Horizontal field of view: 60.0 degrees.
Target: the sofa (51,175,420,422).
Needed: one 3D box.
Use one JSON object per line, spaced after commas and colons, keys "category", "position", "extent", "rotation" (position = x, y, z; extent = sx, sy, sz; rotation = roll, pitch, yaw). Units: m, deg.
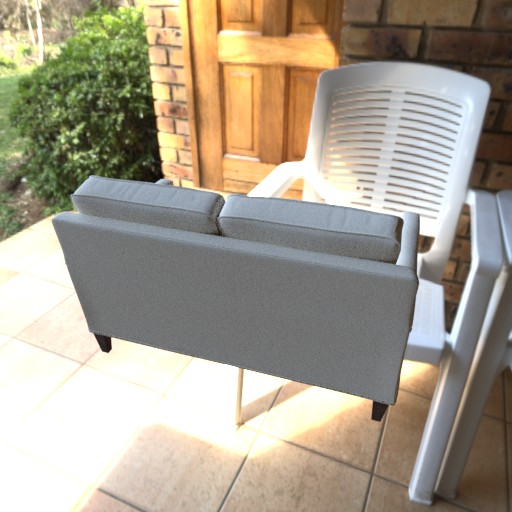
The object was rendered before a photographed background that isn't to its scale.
{"category": "sofa", "position": [0.000, 0.000, 2.300], "extent": [1.597, 1.003, 1.084], "rotation": [10, 33, 15]}
